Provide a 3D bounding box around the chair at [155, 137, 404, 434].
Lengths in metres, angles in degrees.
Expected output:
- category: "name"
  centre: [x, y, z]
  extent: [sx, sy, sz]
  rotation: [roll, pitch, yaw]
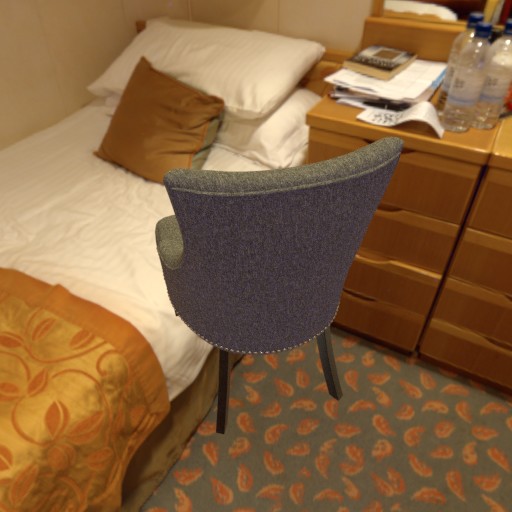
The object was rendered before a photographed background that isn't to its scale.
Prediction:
- category: "chair"
  centre: [0.000, 0.000, 1.340]
  extent: [0.566, 0.909, 0.629]
  rotation: [-11, 42, -13]
